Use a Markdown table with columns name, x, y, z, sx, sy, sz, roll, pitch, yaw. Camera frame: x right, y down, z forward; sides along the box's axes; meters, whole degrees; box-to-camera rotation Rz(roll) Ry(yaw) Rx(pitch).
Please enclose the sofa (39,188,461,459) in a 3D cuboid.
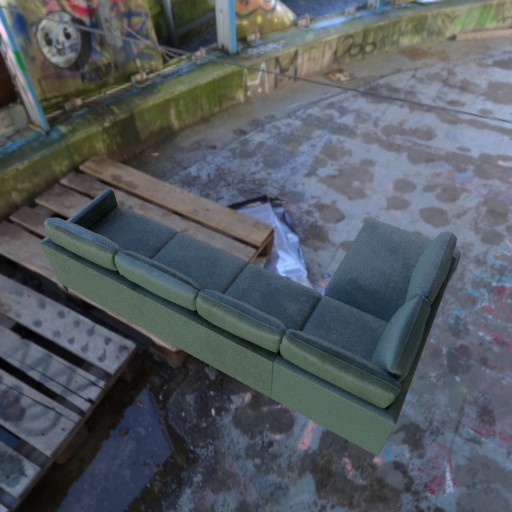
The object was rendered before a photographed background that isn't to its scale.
| name | x | y | z | sx | sy | sz | roll | pitch | yaw |
| --- | --- | --- | --- | --- | --- | --- | --- | --- | --- |
| sofa | 0.000 | 0.000 | 4.229 | 3.384 | 0.996 | 2.048 | 23 | 52 | 20 |
